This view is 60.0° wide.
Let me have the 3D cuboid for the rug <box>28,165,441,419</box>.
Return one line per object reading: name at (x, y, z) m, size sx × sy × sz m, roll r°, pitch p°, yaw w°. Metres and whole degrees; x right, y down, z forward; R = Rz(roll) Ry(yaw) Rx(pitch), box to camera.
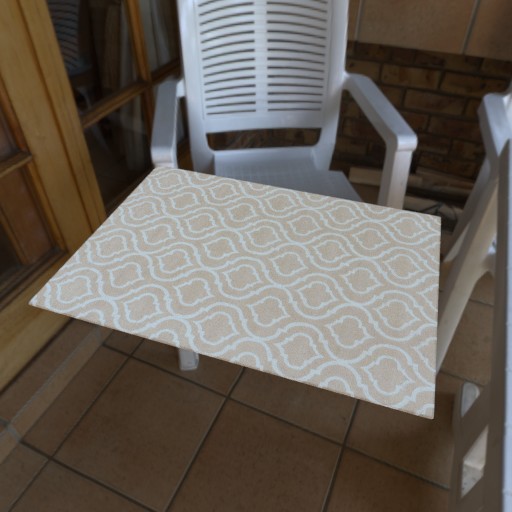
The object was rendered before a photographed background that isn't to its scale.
rug at (0.000, 0.000, 2.713) m, size 2.134 × 0.010 × 1.524 m, roll 13°, pitch 44°, yaw 13°
